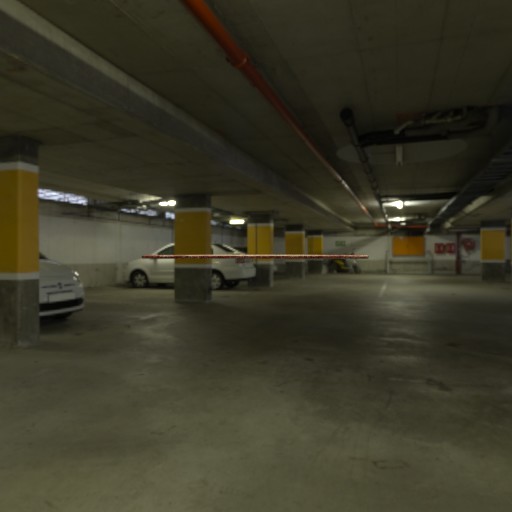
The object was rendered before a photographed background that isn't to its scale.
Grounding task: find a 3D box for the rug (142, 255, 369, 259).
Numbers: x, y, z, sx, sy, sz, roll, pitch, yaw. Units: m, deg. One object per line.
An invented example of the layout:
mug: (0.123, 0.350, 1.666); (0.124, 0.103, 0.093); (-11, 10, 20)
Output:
rug: (0.000, 0.000, 2.671); (0.750, 0.011, 2.435); (0, 0, 0)
